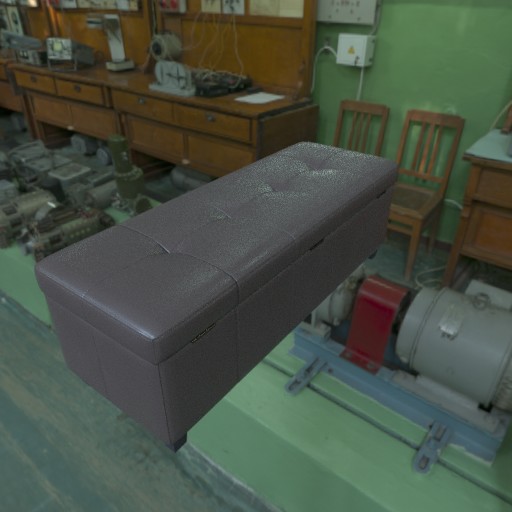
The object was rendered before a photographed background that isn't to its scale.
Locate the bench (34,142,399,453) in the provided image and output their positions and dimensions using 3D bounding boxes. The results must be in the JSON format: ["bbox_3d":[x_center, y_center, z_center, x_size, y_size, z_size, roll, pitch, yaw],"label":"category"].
[{"bbox_3d":[0.000,0.000,1.447,0.450,0.417,1.219,22,38,31],"label":"bench"}]
